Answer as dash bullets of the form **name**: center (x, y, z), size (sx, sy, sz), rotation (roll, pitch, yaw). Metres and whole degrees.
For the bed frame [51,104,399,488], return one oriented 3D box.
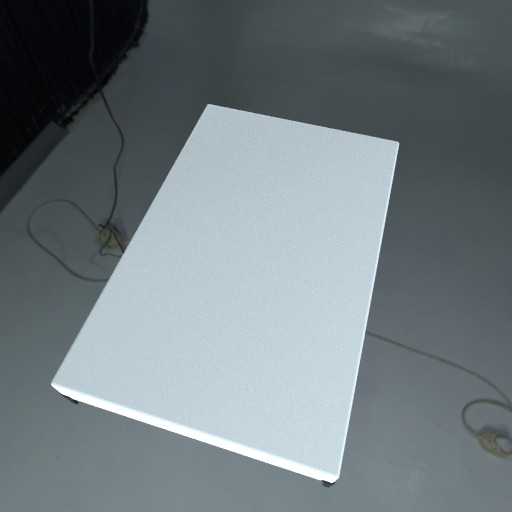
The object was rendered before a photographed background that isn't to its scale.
- **bed frame**: center (0.000, 0.000, 3.705), size (1.930, 0.440, 2.987), rotation (14, 58, 9)
